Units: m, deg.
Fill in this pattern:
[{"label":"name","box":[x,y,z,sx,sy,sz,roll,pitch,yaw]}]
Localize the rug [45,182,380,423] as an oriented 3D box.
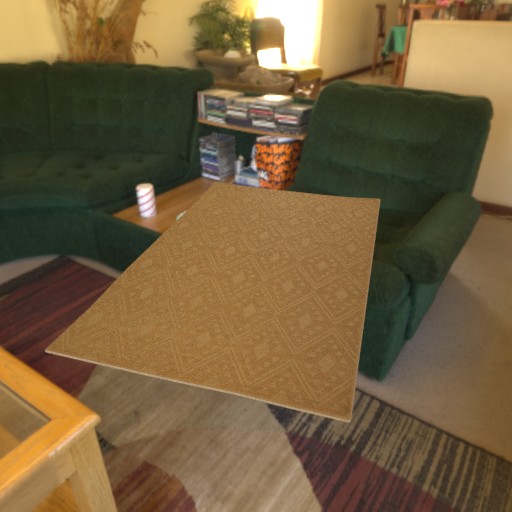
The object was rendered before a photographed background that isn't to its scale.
[{"label":"rug","box":[0.000,0.000,3.070,1.553,0.053,2.430,8,31,14]}]
